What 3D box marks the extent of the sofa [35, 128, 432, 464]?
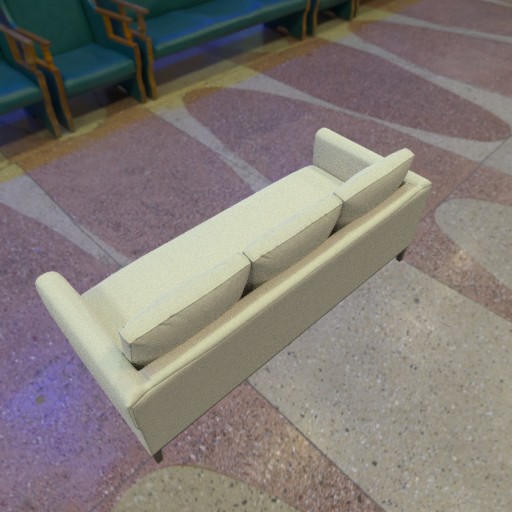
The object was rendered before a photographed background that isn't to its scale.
[{"bbox_3d":[0.000,0.000,2.636,2.198,0.911,0.902,-33,55,-28],"label":"sofa"}]
